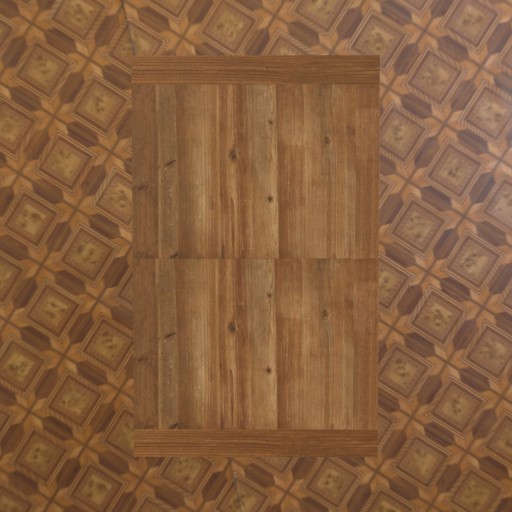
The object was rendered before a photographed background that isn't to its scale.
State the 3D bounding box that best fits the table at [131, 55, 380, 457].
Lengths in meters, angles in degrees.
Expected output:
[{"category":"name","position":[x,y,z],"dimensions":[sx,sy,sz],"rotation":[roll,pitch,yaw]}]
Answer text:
[{"category":"table","position":[0.000,0.000,2.030],"dimensions":[0.922,0.743,1.503],"rotation":[0,91,0]}]
